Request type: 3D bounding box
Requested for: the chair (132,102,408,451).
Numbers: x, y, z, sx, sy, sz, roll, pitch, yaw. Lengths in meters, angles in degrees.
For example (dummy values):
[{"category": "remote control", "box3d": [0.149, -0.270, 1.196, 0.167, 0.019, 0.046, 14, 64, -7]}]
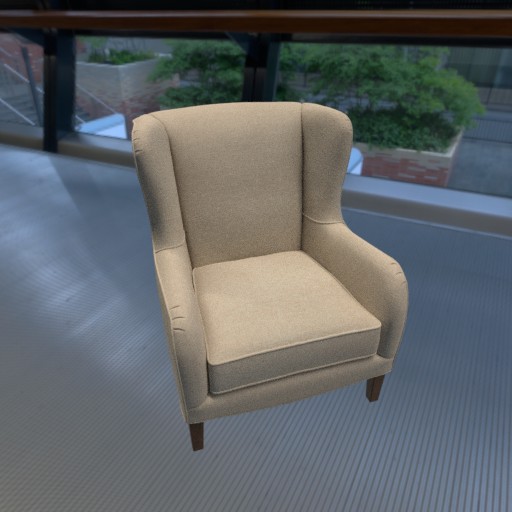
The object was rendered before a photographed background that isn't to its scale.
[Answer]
[{"category": "chair", "box3d": [0.000, 0.000, 1.794, 0.838, 1.040, 0.966, -9, 32, -15]}]
